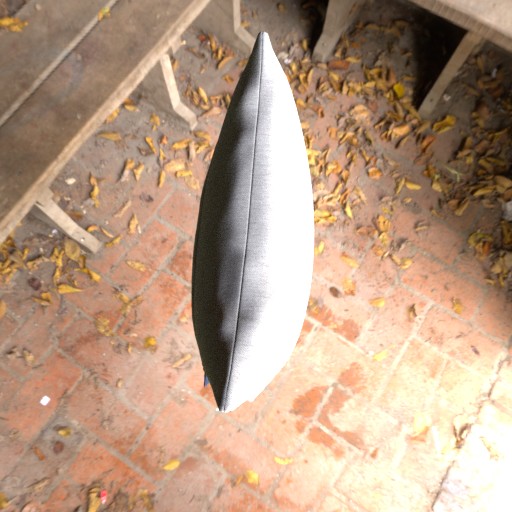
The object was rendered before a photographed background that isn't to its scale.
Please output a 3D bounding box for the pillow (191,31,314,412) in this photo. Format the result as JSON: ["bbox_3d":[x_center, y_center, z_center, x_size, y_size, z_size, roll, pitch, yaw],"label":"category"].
[{"bbox_3d":[0.000,0.000,0.675,0.173,0.436,0.433,5,74,1],"label":"pillow"}]
